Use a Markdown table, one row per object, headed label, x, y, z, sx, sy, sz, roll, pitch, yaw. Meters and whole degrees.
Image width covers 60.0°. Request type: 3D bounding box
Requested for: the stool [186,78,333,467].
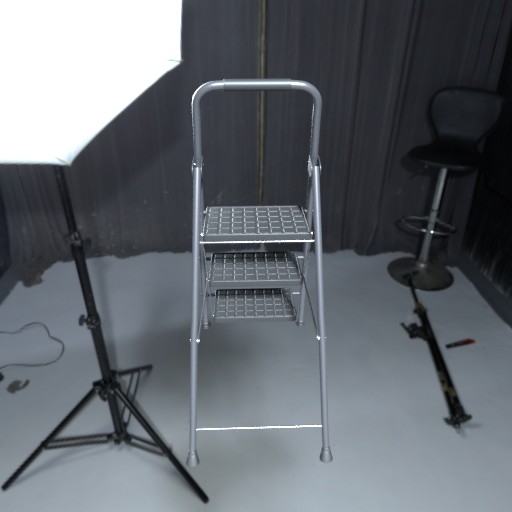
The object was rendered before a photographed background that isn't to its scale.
| label | x | y | z | sx | sy | sz | roll | pitch | yaw |
| --- | --- | --- | --- | --- | --- | --- | --- | --- | --- |
| stool | 0.000 | 0.000 | 1.455 | 0.473 | 1.121 | 0.733 | -1 | 30 | -2 |
